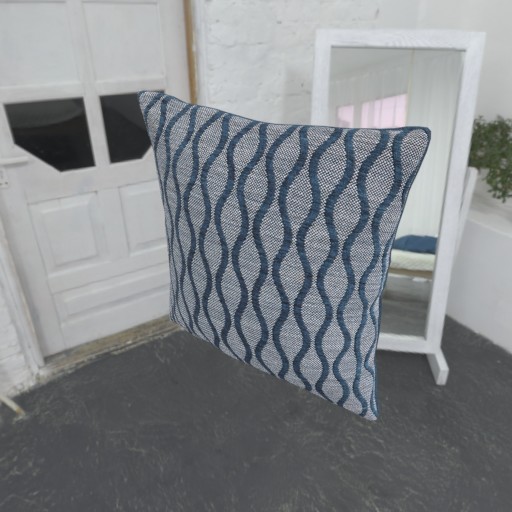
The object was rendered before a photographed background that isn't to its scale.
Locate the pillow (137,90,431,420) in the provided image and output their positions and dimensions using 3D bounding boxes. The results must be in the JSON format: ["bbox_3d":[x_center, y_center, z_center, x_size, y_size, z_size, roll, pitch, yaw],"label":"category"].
[{"bbox_3d":[0.000,0.000,0.659,0.435,0.435,0.159,19,35,29],"label":"pillow"}]
